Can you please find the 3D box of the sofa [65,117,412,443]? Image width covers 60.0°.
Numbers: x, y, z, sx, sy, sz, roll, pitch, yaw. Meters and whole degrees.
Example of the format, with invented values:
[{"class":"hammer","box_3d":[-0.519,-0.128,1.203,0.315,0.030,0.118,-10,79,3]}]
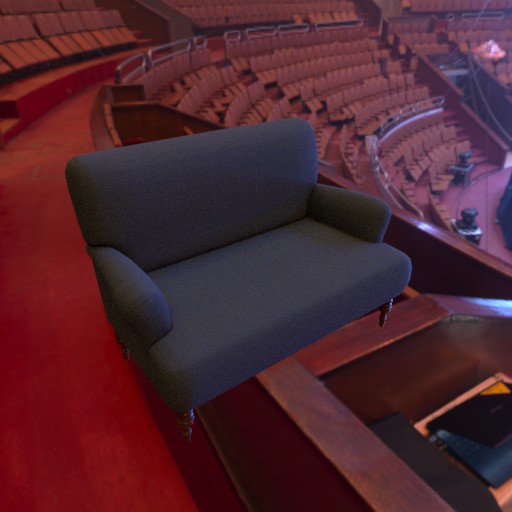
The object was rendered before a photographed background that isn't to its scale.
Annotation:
[{"class":"sofa","box_3d":[0.000,0.000,1.868,1.297,0.889,0.779,-21,35,-32]}]
